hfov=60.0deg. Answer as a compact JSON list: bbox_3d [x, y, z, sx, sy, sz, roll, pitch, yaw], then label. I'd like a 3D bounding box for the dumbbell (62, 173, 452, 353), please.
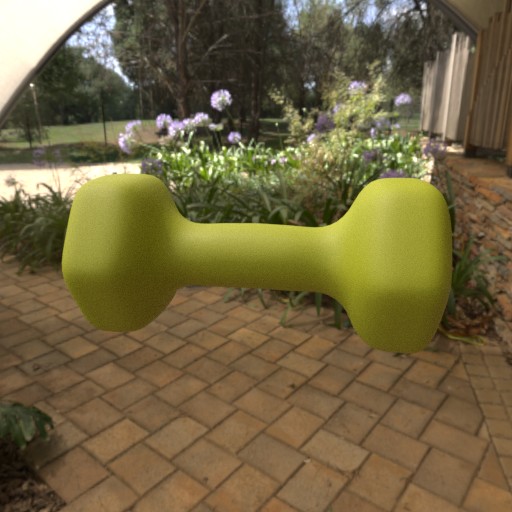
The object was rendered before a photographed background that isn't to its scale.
[{"bbox_3d":[0.000,0.000,0.206,0.164,0.072,0.080,3,16,9],"label":"dumbbell"}]
